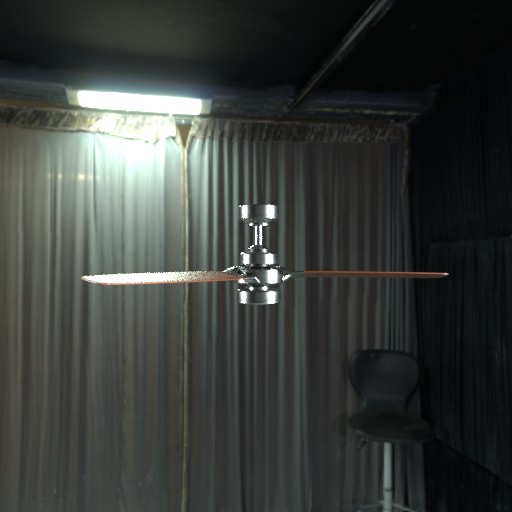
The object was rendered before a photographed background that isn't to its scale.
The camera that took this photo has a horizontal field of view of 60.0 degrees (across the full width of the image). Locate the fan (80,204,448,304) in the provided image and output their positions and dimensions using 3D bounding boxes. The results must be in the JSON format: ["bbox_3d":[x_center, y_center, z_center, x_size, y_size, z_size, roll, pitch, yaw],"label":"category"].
[{"bbox_3d":[0.000,0.000,2.026,1.416,0.410,1.271,0,-1,-17],"label":"fan"}]
